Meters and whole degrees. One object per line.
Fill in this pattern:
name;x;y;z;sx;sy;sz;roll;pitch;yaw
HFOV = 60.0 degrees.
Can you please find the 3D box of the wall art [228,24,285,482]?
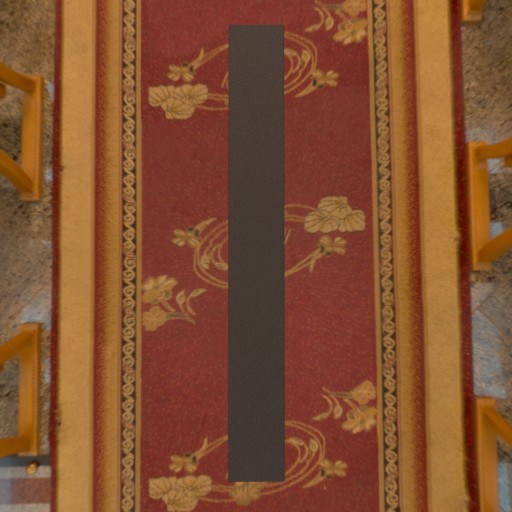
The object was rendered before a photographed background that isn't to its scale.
wall art;0.000;0.000;0.447;0.037;0.305;0.305;0;89;0
